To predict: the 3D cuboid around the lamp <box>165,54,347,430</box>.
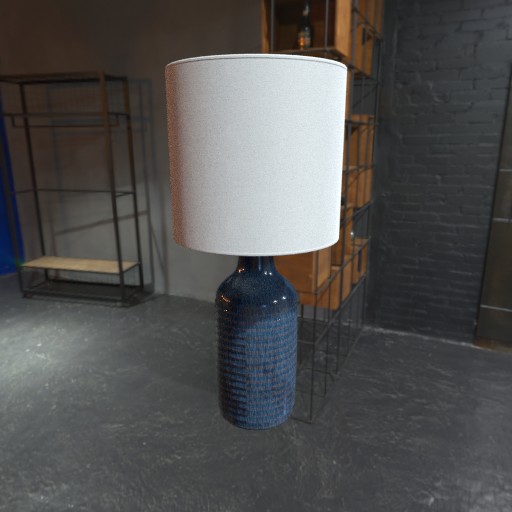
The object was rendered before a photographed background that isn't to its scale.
[{"bbox_3d":[0.000,0.000,0.609,0.220,0.475,0.220,7,17,26],"label":"lamp"}]
